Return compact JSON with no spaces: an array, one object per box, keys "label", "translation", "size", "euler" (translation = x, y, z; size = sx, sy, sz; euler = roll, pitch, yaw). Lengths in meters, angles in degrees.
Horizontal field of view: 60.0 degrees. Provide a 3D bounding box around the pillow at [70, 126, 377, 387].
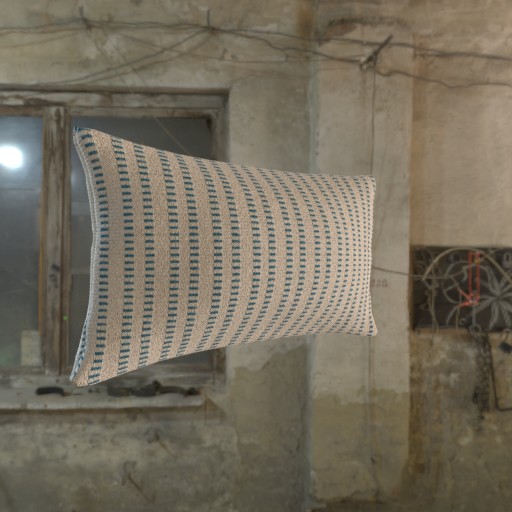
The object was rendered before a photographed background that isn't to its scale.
[{"label":"pillow","translation":[0.000,0.000,0.791],"size":[0.640,0.353,0.210],"euler":[0,1,-37]}]
